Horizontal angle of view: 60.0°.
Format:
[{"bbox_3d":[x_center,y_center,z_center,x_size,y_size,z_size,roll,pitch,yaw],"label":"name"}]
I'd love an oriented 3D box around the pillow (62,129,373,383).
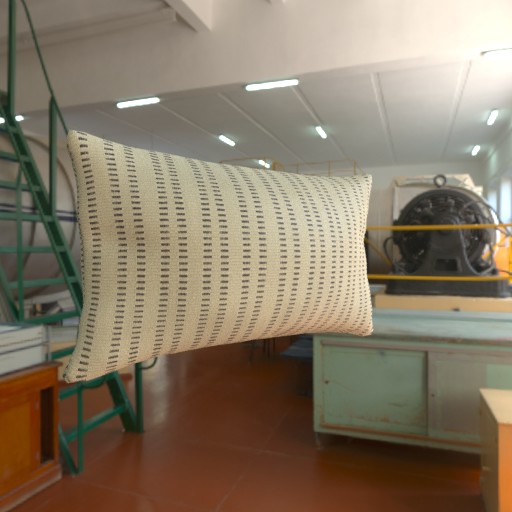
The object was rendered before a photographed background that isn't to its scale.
[{"bbox_3d":[0.000,0.000,0.789,0.640,0.353,0.210,0,1,-35],"label":"pillow"}]
